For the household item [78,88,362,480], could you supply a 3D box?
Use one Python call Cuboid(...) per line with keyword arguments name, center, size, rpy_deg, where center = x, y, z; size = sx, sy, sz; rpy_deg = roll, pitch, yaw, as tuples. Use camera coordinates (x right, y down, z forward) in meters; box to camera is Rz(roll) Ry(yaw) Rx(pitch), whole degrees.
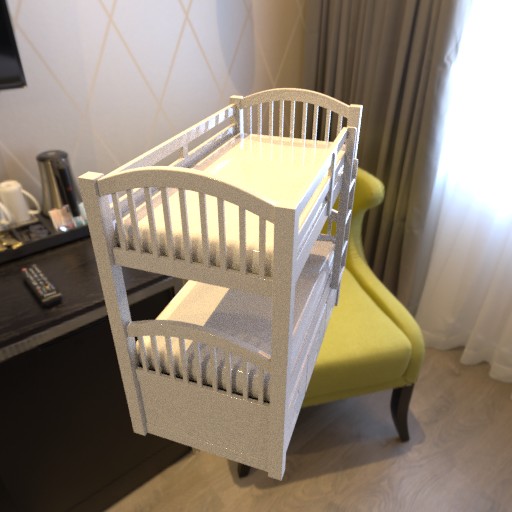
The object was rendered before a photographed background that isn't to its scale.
Cuboid(name="household item", center=(0.000, 0.000, 3.312), size=(1.143, 2.032, 2.032), rpy_deg=(10, 33, 17))
